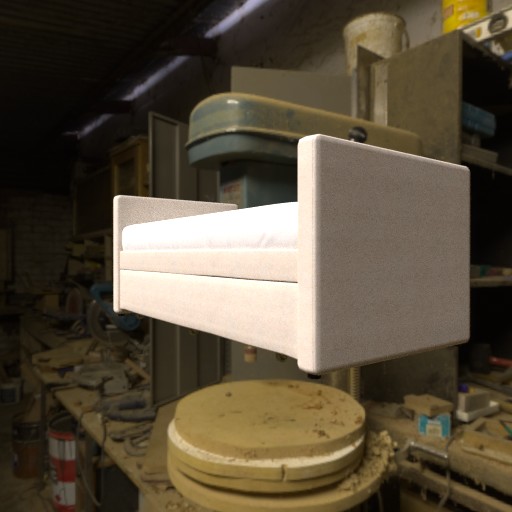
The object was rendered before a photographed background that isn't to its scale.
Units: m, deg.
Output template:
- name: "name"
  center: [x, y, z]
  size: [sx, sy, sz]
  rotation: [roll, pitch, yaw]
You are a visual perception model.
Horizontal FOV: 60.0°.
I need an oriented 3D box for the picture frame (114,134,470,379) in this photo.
- name: "picture frame"
  center: [0.000, 0.000, 2.754]
  size: [1.069, 0.891, 2.161]
  rotation: [0, 0, -36]
